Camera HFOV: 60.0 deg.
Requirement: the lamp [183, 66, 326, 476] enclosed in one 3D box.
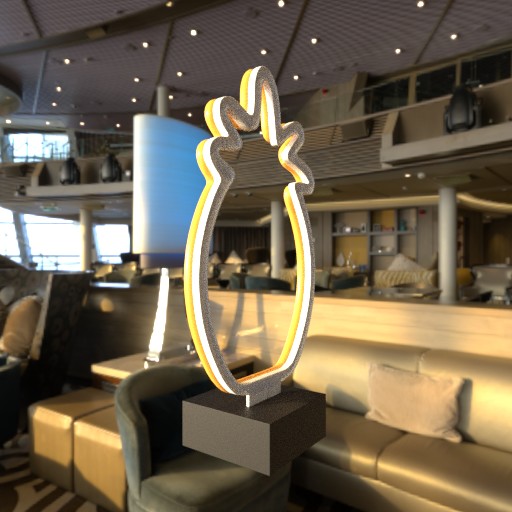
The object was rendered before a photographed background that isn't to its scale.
[{"bbox_3d":[0.000,0.000,0.380,0.088,0.317,0.167,0,0,36],"label":"lamp"}]
